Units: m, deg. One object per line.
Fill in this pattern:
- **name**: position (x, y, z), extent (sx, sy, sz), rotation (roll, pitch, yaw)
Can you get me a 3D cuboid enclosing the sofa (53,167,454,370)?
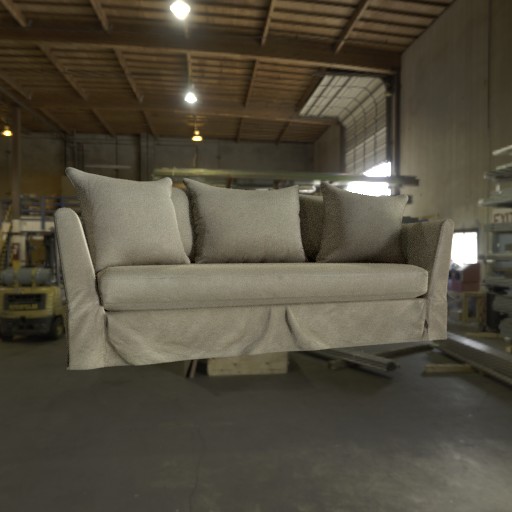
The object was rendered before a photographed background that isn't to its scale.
- **sofa**: position (0.000, 0.000, 2.846), extent (2.290, 1.034, 1.031), rotation (0, 1, -19)
